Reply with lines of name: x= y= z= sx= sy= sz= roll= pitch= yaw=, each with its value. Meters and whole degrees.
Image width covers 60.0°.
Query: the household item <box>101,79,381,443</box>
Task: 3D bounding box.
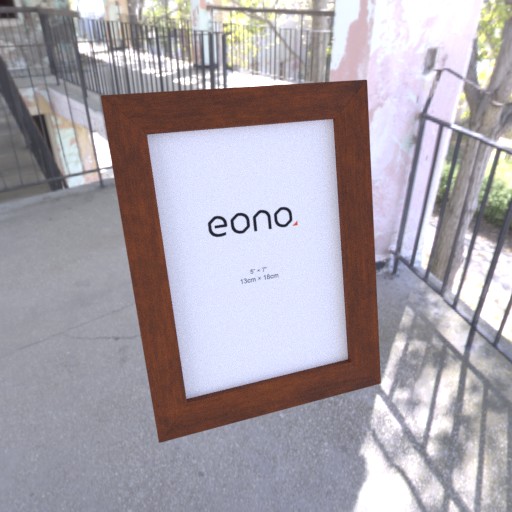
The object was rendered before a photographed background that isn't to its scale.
household item: x=0.000 y=0.000 z=0.291 sx=0.160 sy=0.204 sz=0.096 roll=-9 pitch=32 yaw=-15
